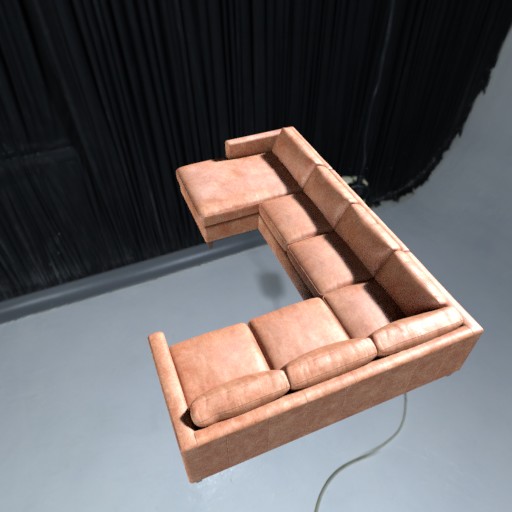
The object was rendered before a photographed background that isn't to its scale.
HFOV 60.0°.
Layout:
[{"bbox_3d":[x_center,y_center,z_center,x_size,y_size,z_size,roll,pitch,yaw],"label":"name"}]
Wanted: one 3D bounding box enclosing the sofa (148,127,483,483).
[{"bbox_3d":[0.000,0.000,4.410,2.430,0.832,3.401,-16,47,-16],"label":"sofa"}]
